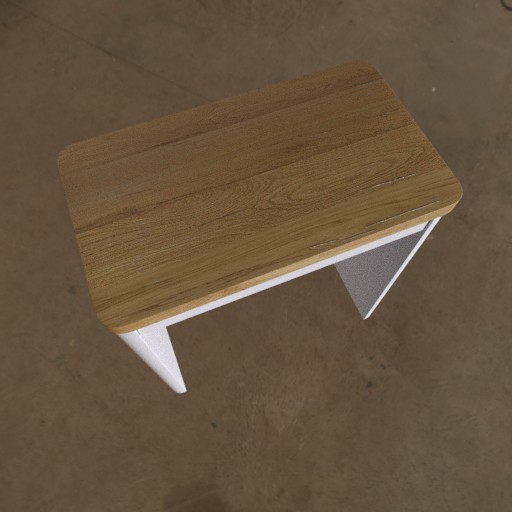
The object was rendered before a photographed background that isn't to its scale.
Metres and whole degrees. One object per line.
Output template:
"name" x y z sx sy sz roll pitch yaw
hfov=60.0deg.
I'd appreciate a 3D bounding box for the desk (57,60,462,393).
"desk" 0.000 0.000 1.278 0.760 0.790 0.440 -20 66 -9
